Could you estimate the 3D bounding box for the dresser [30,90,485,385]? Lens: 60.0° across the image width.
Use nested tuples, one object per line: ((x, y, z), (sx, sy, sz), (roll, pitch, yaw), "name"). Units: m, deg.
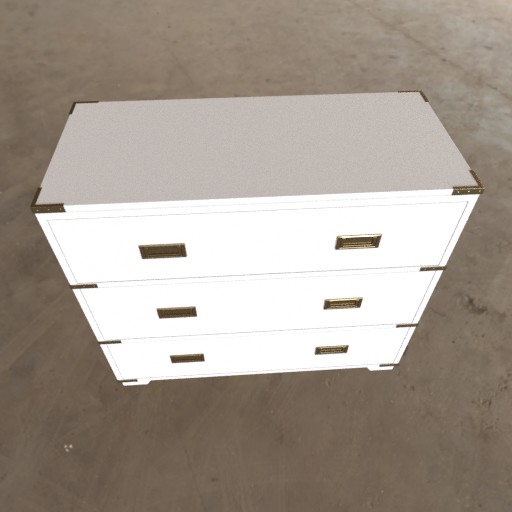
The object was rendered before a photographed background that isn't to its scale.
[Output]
((0.000, 0.000, 1.475), (1.022, 0.891, 0.460), (-3, 48, -3), "dresser")
